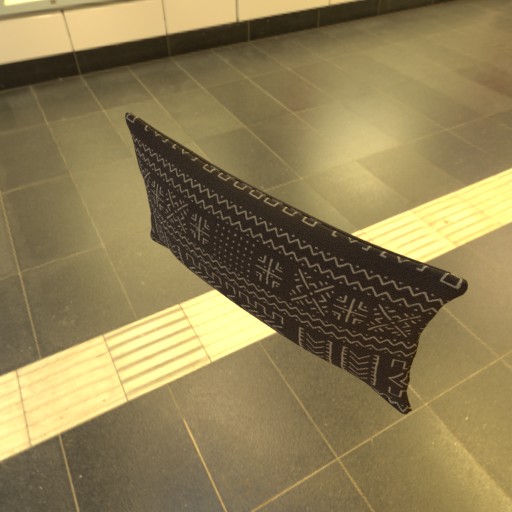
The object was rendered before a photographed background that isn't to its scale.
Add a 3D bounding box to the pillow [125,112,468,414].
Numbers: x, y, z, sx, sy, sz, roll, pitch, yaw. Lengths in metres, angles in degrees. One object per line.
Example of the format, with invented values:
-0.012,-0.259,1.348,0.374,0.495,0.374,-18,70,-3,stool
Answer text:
0.000,0.000,0.779,0.667,0.322,0.135,32,53,28,pillow
